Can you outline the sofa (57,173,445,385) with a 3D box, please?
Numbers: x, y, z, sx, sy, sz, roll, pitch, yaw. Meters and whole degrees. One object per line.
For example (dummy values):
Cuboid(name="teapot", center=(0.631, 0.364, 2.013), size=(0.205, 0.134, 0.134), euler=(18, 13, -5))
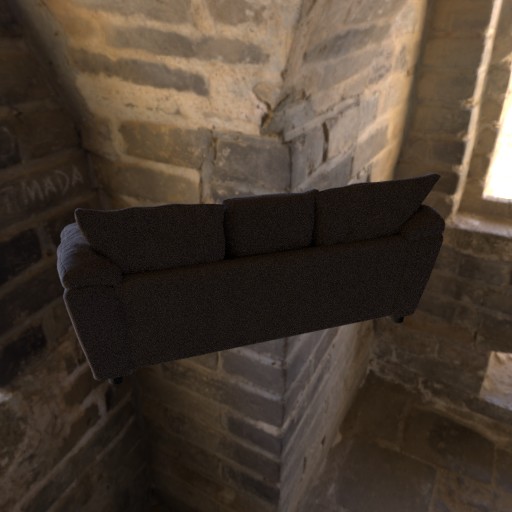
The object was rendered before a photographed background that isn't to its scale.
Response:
Cuboid(name="sofa", center=(0.000, 0.000, 2.892), size=(2.336, 1.073, 0.878), euler=(-8, 27, -17))
